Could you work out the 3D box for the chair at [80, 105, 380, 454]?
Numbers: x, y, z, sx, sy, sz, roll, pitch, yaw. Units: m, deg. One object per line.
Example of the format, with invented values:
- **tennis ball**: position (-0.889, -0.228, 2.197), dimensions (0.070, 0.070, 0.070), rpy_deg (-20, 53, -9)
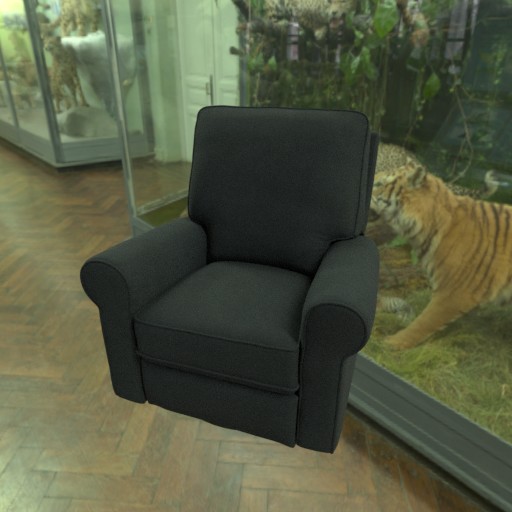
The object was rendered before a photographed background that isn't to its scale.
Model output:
- **chair**: position (0.000, 0.000, 1.611), dimensions (0.890, 0.961, 0.878), rpy_deg (9, 28, 17)
